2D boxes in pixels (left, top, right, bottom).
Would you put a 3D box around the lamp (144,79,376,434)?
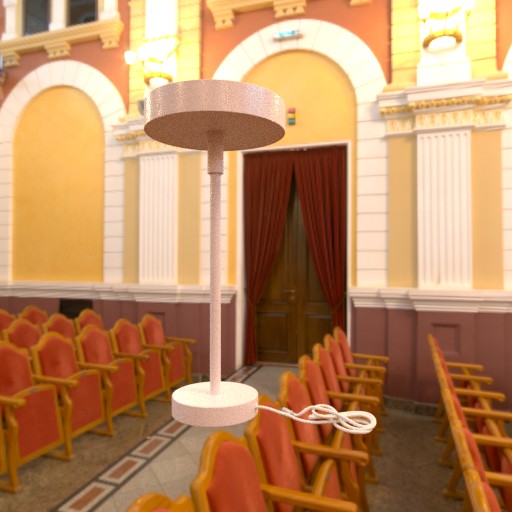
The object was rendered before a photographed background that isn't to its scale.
[{"bbox_3d":[0.000,0.000,0.705,0.369,0.508,0.229,0,-1,19],"label":"lamp"}]
